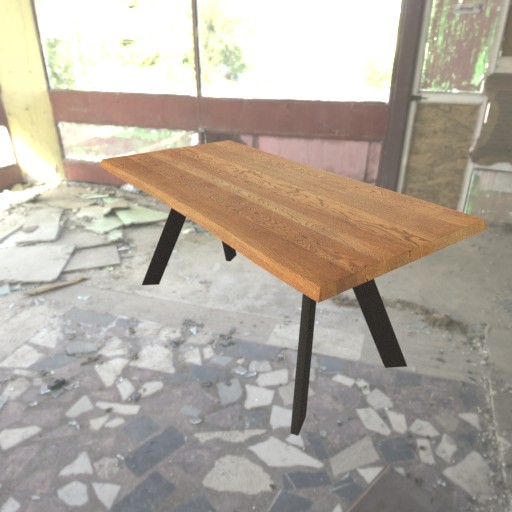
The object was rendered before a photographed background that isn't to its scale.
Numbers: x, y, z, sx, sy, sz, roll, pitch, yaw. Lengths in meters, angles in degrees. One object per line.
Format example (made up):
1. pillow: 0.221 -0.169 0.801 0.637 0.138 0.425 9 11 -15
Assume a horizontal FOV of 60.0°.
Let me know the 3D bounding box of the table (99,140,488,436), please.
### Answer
1. table: 0.000 0.000 2.272 0.900 0.770 1.800 -18 32 -32
